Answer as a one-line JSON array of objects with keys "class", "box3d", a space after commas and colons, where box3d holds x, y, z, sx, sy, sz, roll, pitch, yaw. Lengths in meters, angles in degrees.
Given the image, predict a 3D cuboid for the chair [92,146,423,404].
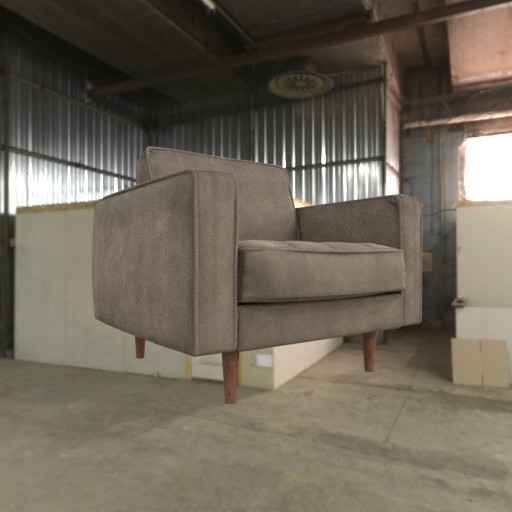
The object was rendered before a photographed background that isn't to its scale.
[{"class": "chair", "box3d": [0.000, 0.000, 1.550, 0.928, 0.773, 0.843, 0, 0, -36]}]
